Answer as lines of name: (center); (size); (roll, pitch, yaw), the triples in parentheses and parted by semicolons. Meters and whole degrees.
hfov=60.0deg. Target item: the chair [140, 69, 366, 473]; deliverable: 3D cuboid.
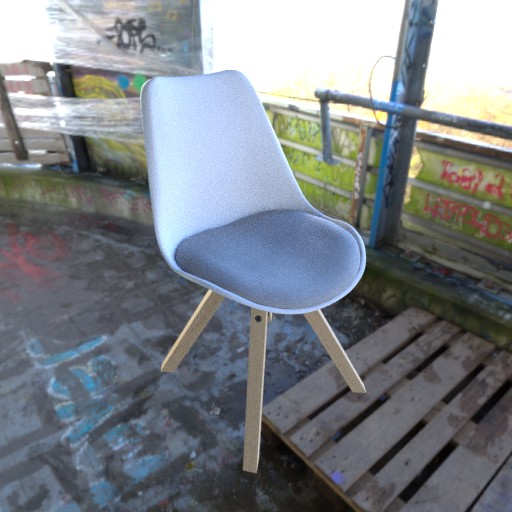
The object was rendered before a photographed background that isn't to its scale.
chair: (0.000, 0.000, 1.169); (0.485, 0.850, 0.550); (-21, 36, -33)
